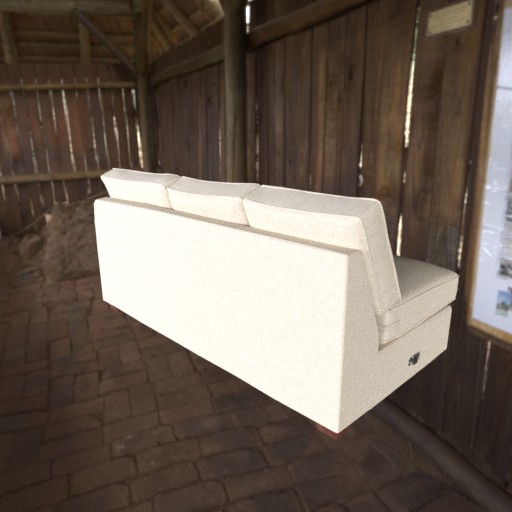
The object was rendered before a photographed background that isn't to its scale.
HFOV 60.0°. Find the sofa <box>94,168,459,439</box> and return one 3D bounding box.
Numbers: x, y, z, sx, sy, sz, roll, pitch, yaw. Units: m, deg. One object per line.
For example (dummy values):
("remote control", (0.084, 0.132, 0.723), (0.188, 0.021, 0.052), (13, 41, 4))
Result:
("sofa", (0.000, 0.000, 2.568), (1.034, 0.946, 1.963), (-15, 22, -42))
